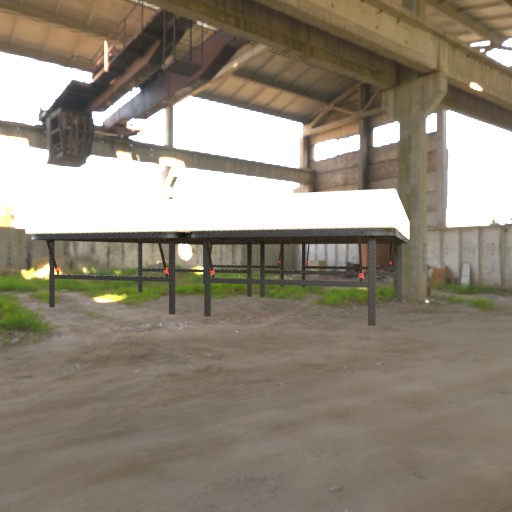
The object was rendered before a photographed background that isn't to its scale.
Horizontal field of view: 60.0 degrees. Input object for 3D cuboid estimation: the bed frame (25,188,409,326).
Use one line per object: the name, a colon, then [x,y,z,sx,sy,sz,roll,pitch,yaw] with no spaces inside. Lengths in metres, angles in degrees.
bed frame: [0.000,0.000,3.030,1.930,0.559,2.032,0,1,20]
